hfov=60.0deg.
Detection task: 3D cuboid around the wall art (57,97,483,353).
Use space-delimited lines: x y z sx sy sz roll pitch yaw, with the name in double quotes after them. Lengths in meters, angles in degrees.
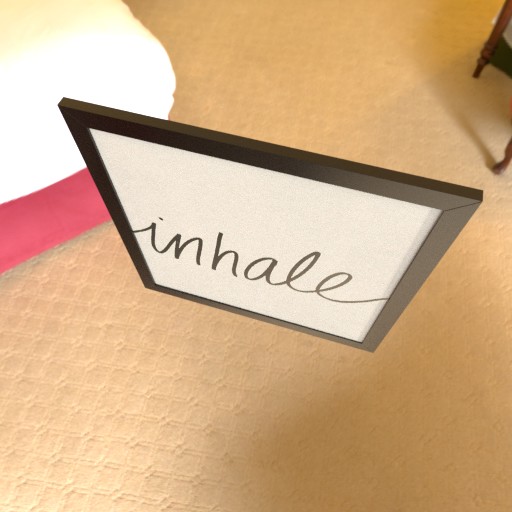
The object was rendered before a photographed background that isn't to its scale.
0.000 0.000 0.640 0.446 0.445 0.014 15 61 9 "wall art"
